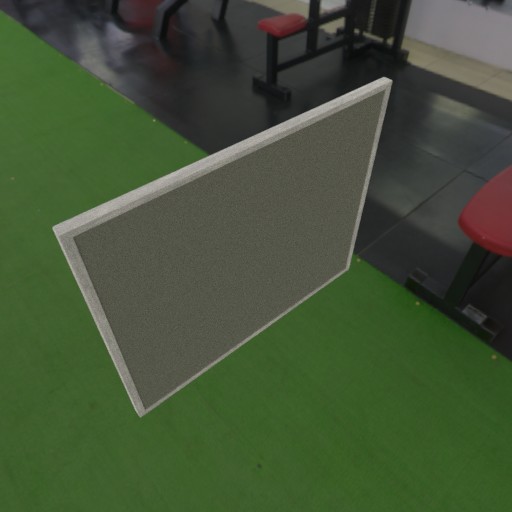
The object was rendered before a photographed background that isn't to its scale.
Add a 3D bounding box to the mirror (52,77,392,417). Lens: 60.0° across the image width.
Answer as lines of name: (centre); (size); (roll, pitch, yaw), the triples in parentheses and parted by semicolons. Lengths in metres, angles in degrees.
mirror: (0.000, 0.000, 1.142); (0.839, 0.689, 0.028); (-31, 54, -26)
